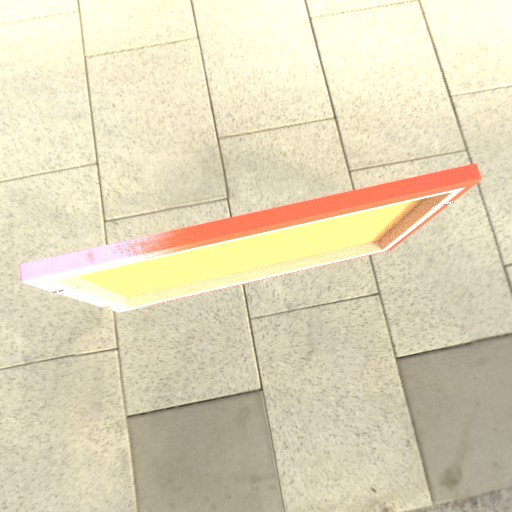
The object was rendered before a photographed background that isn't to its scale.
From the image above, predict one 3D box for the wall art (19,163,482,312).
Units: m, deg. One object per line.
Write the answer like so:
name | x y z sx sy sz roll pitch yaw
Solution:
wall art | 0.000 0.000 1.151 0.913 0.609 0.040 -13 78 -3
